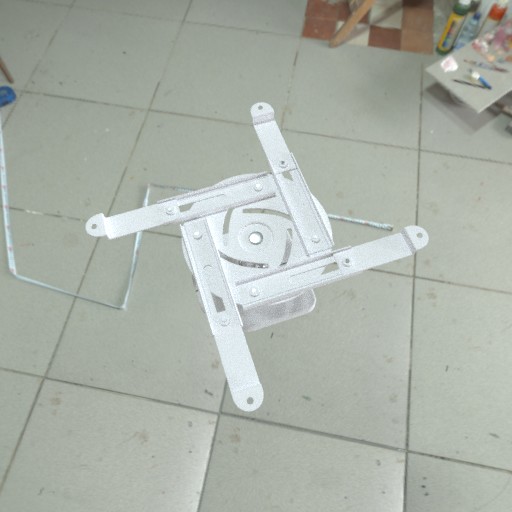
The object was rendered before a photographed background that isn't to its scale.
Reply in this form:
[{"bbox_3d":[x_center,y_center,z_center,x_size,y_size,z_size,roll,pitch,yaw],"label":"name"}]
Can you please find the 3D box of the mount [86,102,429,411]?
[{"bbox_3d":[0.000,0.000,0.605,0.394,0.141,0.394,-17,65,-8],"label":"mount"}]
